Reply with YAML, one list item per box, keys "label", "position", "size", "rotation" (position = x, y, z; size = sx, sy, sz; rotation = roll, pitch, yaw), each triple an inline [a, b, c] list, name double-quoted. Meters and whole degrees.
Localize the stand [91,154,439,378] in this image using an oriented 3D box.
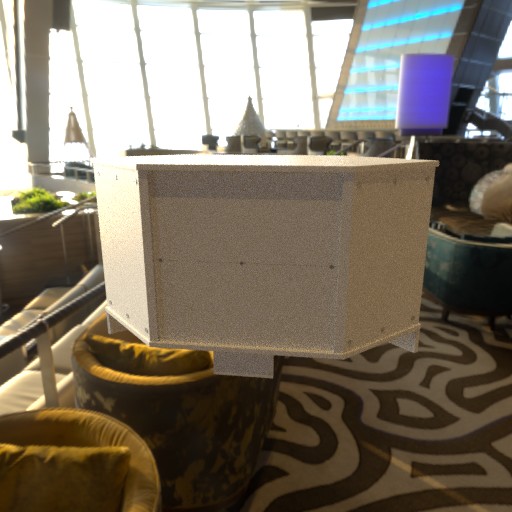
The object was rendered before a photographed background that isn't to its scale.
- label: "stand"
  position: [0.000, 0.000, 1.436]
  size: [1.072, 0.614, 0.477]
  rotation: [2, 16, 7]
